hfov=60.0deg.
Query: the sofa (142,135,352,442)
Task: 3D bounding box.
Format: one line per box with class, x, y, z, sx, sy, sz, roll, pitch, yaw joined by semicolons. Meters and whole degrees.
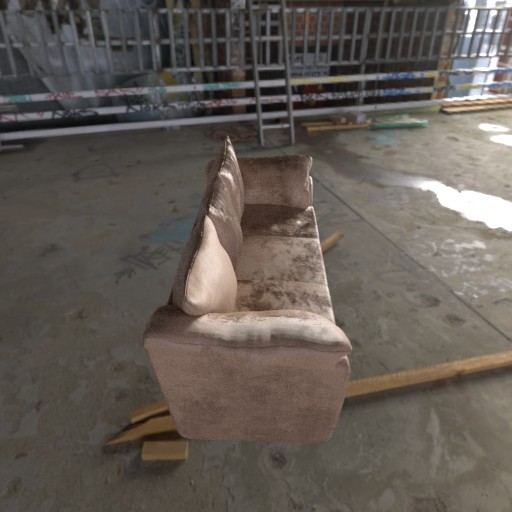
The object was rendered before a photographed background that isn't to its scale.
sofa;0.000;0.000;2.887;0.893;0.981;2.377;1;31;2
